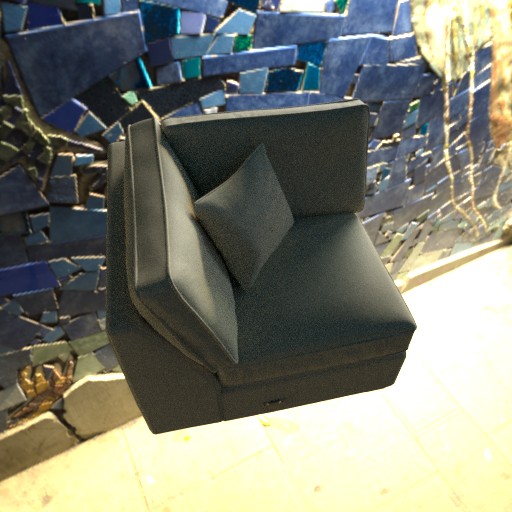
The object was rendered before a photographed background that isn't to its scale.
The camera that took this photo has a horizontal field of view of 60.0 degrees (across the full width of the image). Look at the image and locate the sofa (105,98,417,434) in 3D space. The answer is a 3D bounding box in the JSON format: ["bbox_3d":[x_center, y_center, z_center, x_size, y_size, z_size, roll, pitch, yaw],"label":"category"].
[{"bbox_3d":[0.000,0.000,1.959,1.146,1.002,1.084,-9,47,-9],"label":"sofa"}]
